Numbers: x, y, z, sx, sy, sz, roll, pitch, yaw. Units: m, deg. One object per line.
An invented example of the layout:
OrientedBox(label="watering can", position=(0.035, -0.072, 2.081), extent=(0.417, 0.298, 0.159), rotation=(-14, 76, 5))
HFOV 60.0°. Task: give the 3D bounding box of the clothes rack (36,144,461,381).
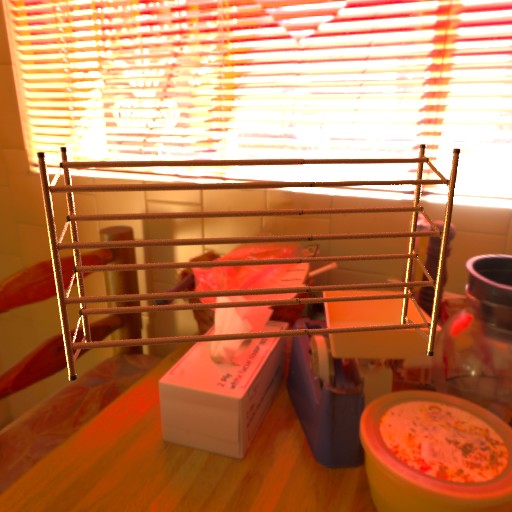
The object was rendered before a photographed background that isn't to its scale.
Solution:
OrientedBox(label="clothes rack", position=(0.000, 0.000, 1.409), extent=(1.168, 0.672, 0.229), rotation=(-2, 18, -7))
